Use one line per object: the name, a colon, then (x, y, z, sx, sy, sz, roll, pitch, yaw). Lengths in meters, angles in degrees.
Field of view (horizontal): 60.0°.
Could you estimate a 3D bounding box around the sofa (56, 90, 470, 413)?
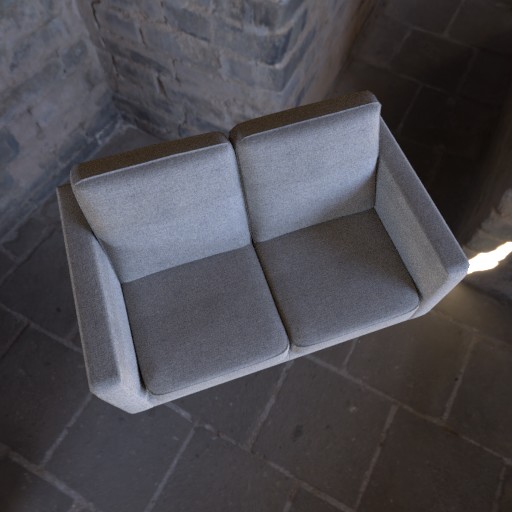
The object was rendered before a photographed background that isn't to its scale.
sofa: (0.000, 0.000, 2.069, 1.527, 0.973, 0.969, -17, 65, -8)
